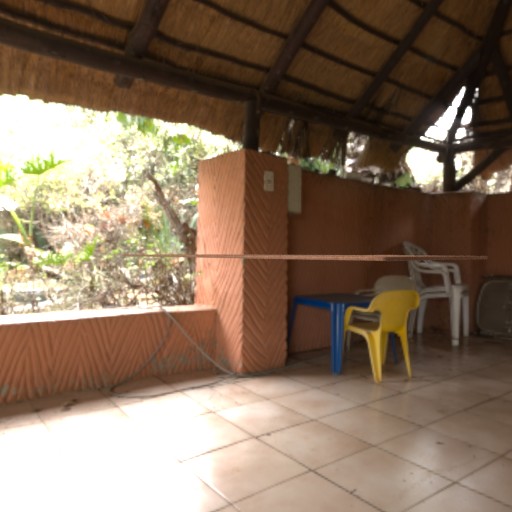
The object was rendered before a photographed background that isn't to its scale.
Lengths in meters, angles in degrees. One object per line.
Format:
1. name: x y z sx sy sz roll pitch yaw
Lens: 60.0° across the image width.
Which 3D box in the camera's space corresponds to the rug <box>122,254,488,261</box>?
1. rug: 0.000 0.000 2.726 0.764 0.017 2.439 0 1 -38
